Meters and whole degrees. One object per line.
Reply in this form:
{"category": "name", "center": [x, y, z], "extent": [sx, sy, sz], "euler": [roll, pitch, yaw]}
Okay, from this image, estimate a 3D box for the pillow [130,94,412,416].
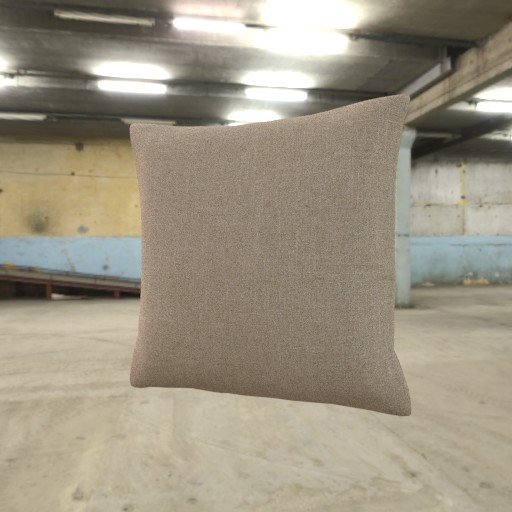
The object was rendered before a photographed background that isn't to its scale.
{"category": "pillow", "center": [0.000, 0.000, 0.656], "extent": [0.435, 0.428, 0.148], "euler": [0, 0, 18]}
